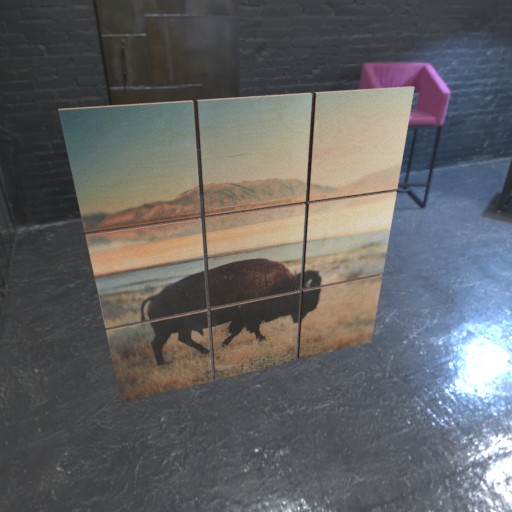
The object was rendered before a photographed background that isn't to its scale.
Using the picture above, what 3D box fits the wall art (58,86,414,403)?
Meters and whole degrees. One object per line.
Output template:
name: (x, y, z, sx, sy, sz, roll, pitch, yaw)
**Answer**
wall art: (0.000, 0.000, 1.314, 0.906, 0.904, 0.018, -10, 31, -16)
